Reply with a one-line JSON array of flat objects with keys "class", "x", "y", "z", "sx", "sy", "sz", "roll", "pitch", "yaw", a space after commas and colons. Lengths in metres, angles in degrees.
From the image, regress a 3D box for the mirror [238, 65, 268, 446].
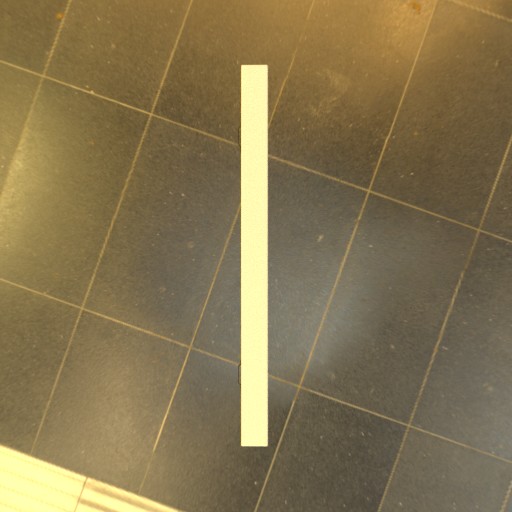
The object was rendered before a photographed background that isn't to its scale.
[{"class": "mirror", "x": 0.000, "y": 0.000, "z": 0.944, "sx": 0.040, "sy": 0.710, "sz": 0.507, "roll": 0, "pitch": 90, "yaw": 1}]
